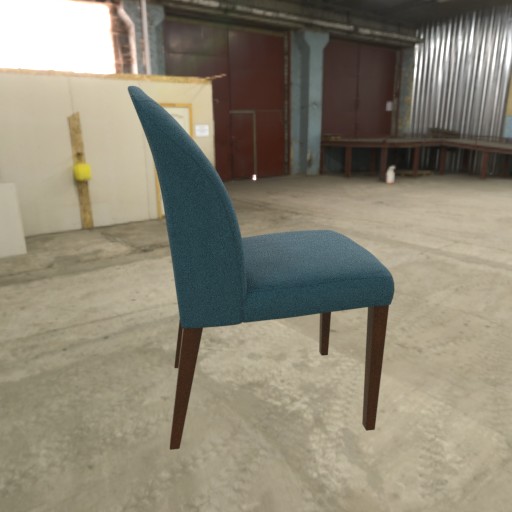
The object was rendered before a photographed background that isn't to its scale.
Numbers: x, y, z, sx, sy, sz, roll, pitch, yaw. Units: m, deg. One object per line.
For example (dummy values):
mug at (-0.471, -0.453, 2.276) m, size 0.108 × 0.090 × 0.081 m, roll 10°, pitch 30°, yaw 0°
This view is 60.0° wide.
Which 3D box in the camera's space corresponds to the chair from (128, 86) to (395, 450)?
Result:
chair at (0.000, 0.000, 1.239) m, size 0.620 × 0.879 × 0.507 m, roll -2°, pitch 16°, yaw -8°
